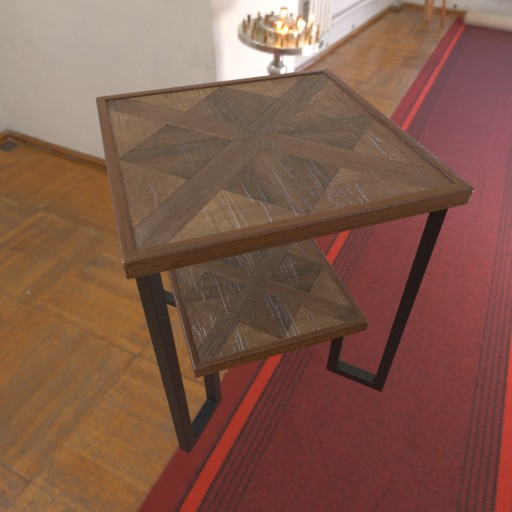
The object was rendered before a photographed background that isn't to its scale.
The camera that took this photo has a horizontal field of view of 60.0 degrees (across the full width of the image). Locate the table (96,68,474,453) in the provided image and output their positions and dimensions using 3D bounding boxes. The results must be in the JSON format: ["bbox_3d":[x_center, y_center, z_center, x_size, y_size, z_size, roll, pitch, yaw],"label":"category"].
[{"bbox_3d":[0.000,0.000,0.950,0.503,0.563,0.503,-13,44,-13],"label":"table"}]
